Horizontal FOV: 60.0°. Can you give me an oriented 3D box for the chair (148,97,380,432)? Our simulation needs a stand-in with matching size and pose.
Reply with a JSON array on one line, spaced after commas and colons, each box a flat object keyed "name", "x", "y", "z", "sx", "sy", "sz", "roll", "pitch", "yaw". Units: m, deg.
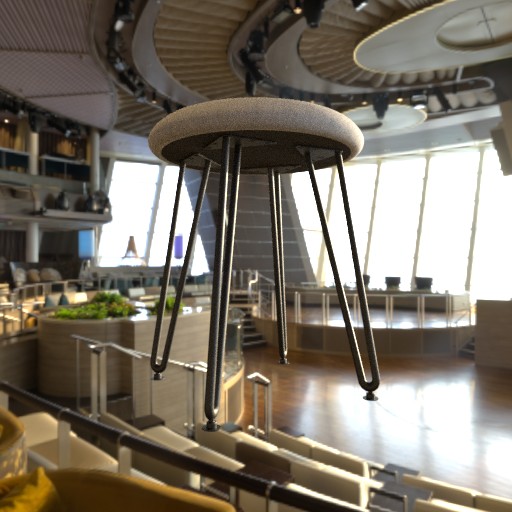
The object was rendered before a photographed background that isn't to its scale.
[{"name": "chair", "x": 0.000, "y": 0.000, "z": 0.650, "sx": 0.350, "sy": 0.386, "sz": 0.350, "roll": 0, "pitch": 0, "yaw": 18}]
